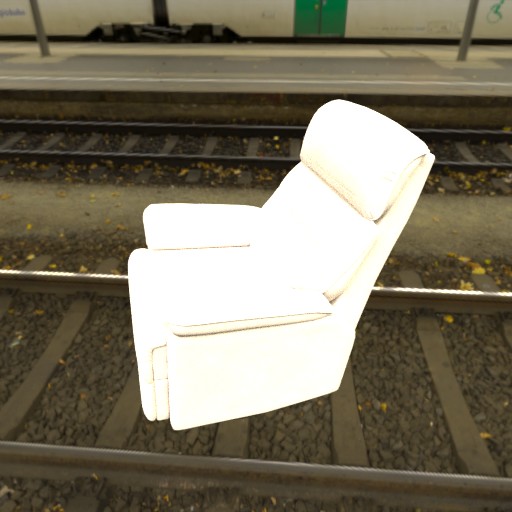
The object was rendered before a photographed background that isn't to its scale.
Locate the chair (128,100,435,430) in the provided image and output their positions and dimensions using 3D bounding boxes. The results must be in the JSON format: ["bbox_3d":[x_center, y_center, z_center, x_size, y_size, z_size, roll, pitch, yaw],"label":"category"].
[{"bbox_3d":[0.000,0.000,1.712,1.001,1.039,0.820,-9,33,-14],"label":"chair"}]
